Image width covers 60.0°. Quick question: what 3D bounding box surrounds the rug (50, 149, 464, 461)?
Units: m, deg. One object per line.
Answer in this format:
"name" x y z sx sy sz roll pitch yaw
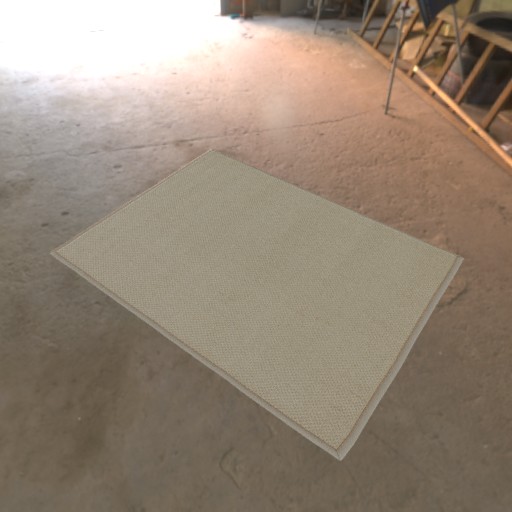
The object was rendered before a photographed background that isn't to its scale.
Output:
"rug" 0.000 0.000 2.739 2.081 0.020 1.525 28 52 25
